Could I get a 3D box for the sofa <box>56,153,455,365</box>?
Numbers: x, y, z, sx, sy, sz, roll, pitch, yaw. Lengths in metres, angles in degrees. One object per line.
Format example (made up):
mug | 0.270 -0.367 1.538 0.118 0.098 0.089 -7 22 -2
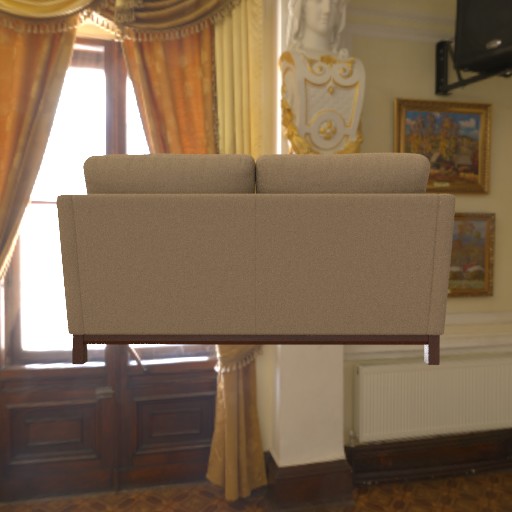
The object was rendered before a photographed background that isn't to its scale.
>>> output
sofa | 0.000 0.000 2.251 1.619 0.910 1.004 0 1 0
